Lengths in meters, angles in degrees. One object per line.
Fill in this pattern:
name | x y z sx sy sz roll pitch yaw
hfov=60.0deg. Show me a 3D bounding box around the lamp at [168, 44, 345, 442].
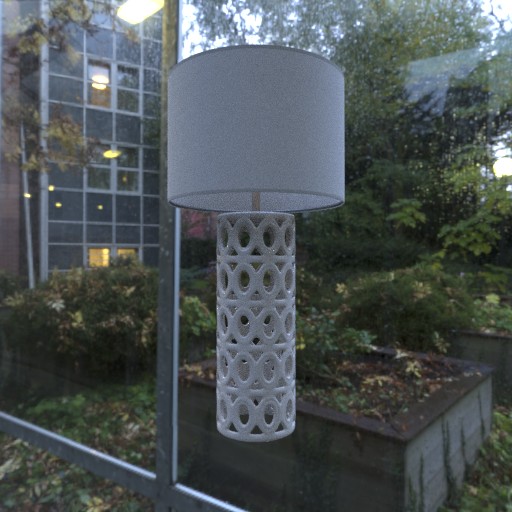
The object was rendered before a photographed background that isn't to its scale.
lamp | 0.000 0.000 0.828 0.325 0.636 0.324 0 -1 -37
